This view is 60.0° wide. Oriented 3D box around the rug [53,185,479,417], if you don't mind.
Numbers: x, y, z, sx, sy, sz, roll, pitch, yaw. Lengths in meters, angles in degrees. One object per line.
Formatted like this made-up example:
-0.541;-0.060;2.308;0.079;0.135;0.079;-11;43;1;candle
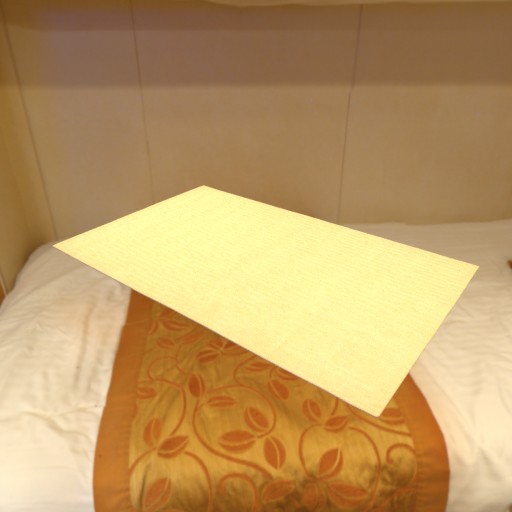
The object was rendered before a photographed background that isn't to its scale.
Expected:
0.000;0.000;2.965;2.441;0.014;1.531;21;35;32;rug
